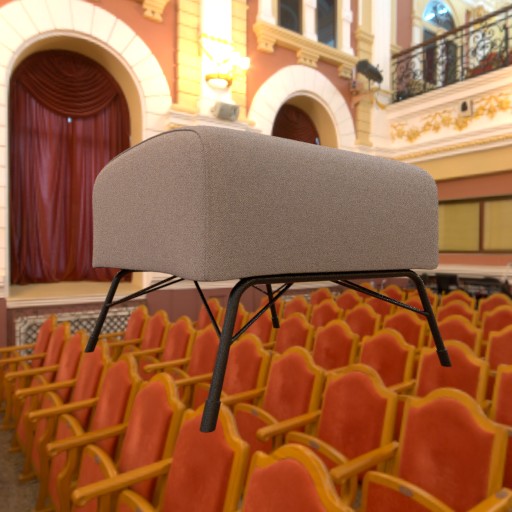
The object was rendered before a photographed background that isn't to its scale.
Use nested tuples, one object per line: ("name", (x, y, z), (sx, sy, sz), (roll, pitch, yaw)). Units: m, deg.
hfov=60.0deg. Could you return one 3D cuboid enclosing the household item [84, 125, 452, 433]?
("household item", (0.000, 0.000, 0.886), (0.530, 0.410, 0.530), (0, 1, -36))
